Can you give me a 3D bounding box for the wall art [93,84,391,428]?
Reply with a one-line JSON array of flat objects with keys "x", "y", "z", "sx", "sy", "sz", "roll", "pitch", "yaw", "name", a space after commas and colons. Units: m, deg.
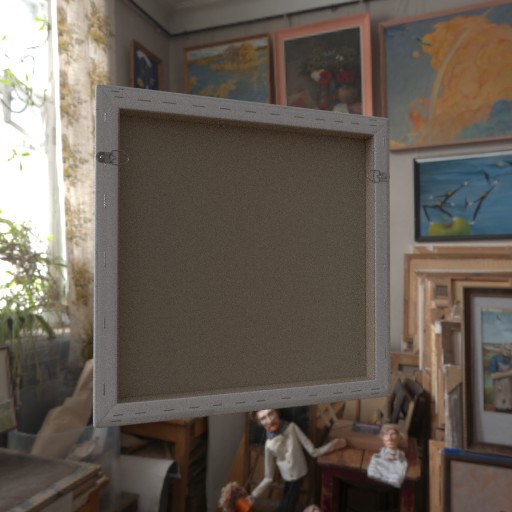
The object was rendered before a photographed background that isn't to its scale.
[{"x": 0.000, "y": 0.000, "z": 0.891, "sx": 0.610, "sy": 0.611, "sz": 0.040, "roll": 0, "pitch": -1, "yaw": -18, "name": "wall art"}]
